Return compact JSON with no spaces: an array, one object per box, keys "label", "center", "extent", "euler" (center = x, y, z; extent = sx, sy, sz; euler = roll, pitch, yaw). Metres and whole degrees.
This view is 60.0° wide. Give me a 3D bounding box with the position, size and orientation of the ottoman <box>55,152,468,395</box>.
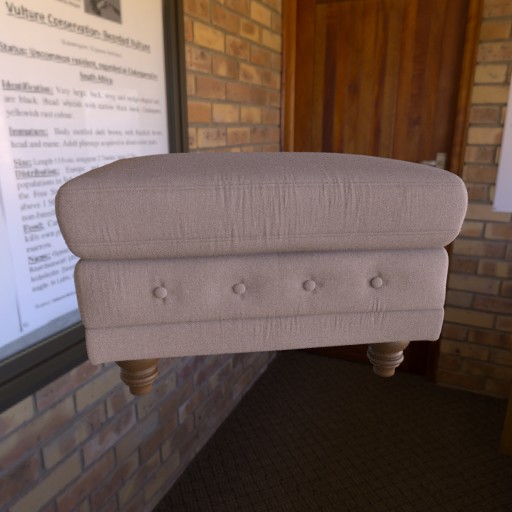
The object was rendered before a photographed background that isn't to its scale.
[{"label":"ottoman","center":[0.000,0.000,1.112],"extent":[0.771,0.500,0.569],"euler":[-2,16,-7]}]
